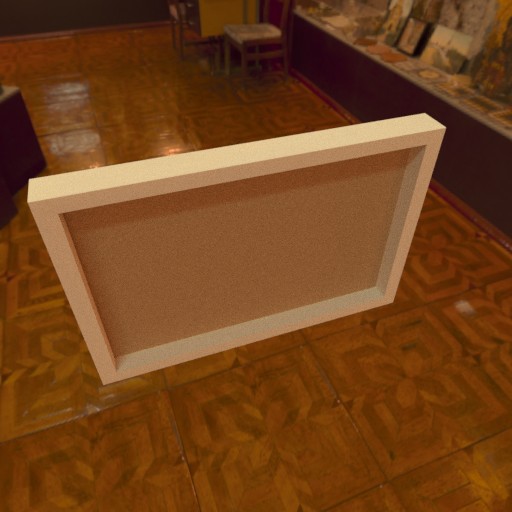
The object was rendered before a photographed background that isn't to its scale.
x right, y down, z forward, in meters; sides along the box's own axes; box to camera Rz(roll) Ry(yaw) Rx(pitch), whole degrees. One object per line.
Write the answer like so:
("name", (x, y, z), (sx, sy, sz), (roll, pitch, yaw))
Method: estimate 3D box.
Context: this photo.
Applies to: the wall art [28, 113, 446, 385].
("wall art", (0.000, 0.000, 0.484), (0.384, 0.254, 0.039), (-13, 43, -14))
